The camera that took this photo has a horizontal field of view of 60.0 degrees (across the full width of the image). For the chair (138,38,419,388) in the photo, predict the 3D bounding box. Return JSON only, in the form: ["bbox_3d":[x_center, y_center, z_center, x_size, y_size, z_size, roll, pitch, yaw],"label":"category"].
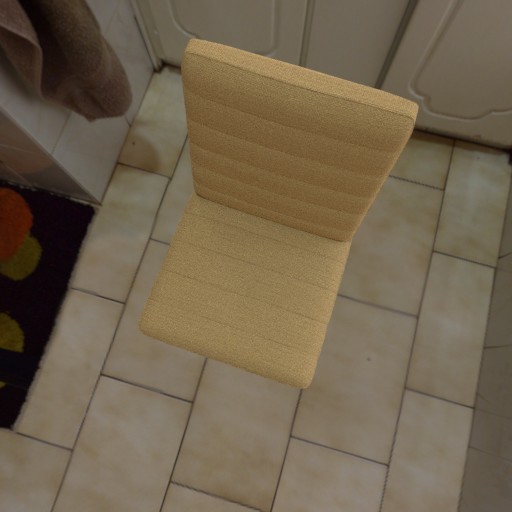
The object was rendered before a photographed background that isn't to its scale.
[{"bbox_3d":[0.000,0.000,1.291,0.520,0.930,0.634,18,77,4],"label":"chair"}]
